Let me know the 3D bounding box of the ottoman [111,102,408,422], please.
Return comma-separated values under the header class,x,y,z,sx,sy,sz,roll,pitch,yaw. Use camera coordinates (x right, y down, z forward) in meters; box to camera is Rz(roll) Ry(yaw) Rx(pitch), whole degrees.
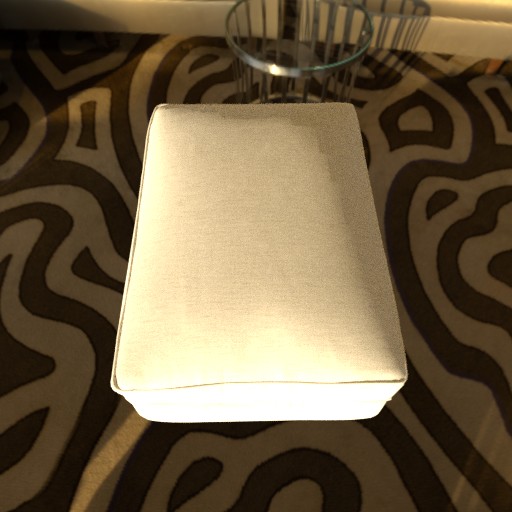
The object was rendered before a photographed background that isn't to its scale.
class,x,y,z,sx,sy,sz,roll,pitch,yaw
ottoman,0.000,0.000,0.965,0.501,0.406,0.665,-1,58,-1
